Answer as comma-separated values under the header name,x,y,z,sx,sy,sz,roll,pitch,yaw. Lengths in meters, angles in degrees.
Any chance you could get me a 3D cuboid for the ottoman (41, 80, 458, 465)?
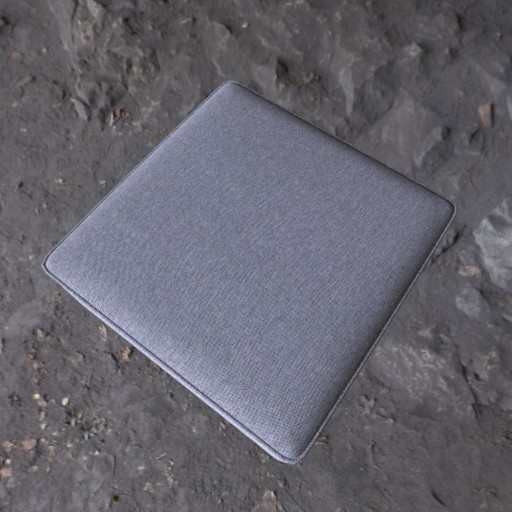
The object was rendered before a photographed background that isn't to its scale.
name,x,y,z,sx,sy,sz,roll,pitch,yaw
ottoman,0.000,0.000,1.609,1.005,0.455,1.005,34,70,14
